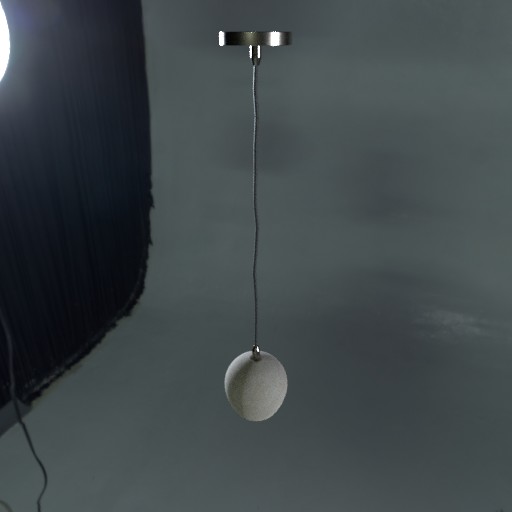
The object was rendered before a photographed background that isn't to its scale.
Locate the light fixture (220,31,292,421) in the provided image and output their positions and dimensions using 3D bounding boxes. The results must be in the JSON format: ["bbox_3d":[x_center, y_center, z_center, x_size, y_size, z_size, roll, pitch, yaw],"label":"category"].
[{"bbox_3d":[0.000,0.000,0.846,0.139,0.764,0.139,8,28,15],"label":"light fixture"}]
